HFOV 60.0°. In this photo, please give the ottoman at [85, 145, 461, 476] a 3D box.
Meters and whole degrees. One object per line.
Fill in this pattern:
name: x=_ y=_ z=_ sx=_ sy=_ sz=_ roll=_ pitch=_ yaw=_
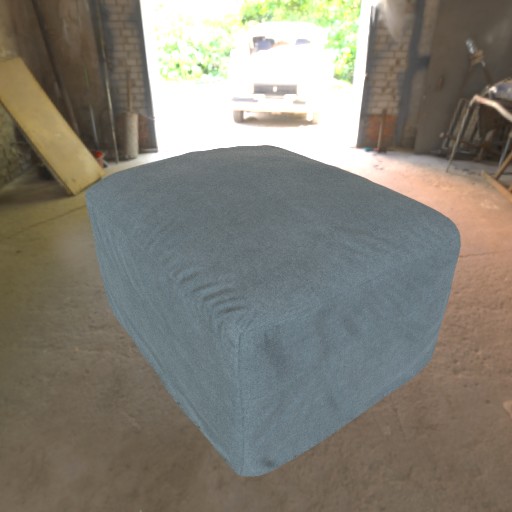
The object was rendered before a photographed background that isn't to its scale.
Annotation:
ottoman: x=0.000 y=0.000 z=1.216 sx=0.683 sy=0.481 sz=0.837 roll=-20 pitch=36 yaw=-30
